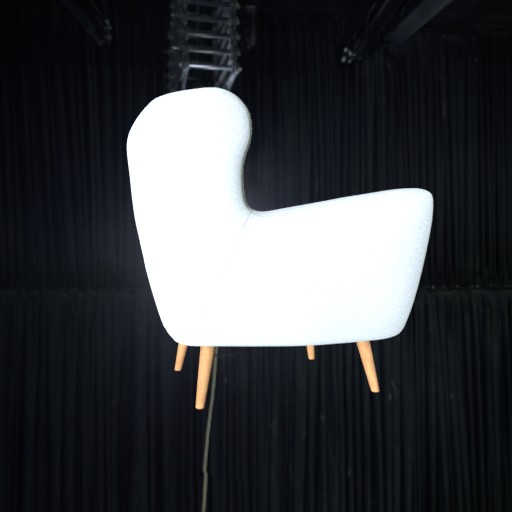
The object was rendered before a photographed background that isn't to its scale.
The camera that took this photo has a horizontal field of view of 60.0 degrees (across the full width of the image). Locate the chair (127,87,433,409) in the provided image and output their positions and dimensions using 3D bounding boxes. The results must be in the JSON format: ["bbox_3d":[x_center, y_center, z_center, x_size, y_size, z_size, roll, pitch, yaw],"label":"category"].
[{"bbox_3d":[0.000,0.000,1.590,0.889,0.889,0.890,0,0,-18],"label":"chair"}]
